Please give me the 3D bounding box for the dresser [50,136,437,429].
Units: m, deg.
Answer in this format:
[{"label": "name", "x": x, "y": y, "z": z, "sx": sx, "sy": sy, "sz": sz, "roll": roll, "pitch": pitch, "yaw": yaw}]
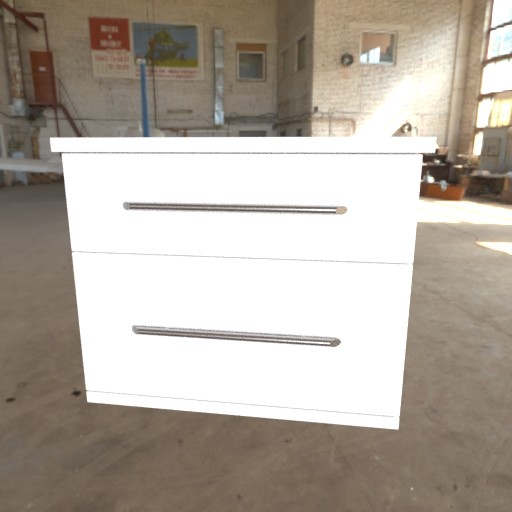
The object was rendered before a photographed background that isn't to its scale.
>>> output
[{"label": "dresser", "x": 0.000, "y": 0.000, "z": 0.707, "sx": 0.430, "sy": 0.360, "sz": 0.400, "roll": 2, "pitch": 14, "yaw": 8}]
